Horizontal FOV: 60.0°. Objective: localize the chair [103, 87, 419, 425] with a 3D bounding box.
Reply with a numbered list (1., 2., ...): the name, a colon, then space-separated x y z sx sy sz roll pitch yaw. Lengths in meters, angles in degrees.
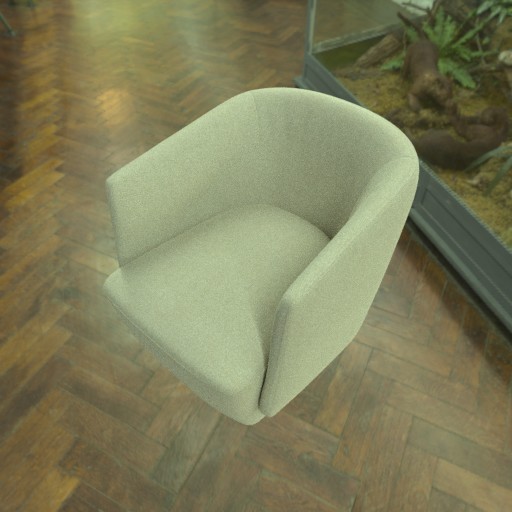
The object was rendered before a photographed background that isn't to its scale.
1. chair: 0.000 0.000 1.634 0.822 0.861 0.986 32 53 28
